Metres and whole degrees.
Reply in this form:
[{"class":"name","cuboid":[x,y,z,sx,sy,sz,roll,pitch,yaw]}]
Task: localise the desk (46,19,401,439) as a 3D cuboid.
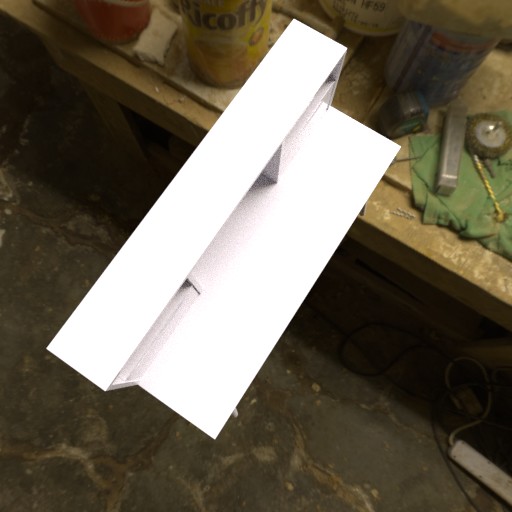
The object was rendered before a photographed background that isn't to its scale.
[{"class":"desk","cuboid":[0.000,0.000,1.706,0.559,0.990,1.199,33,79,7]}]
